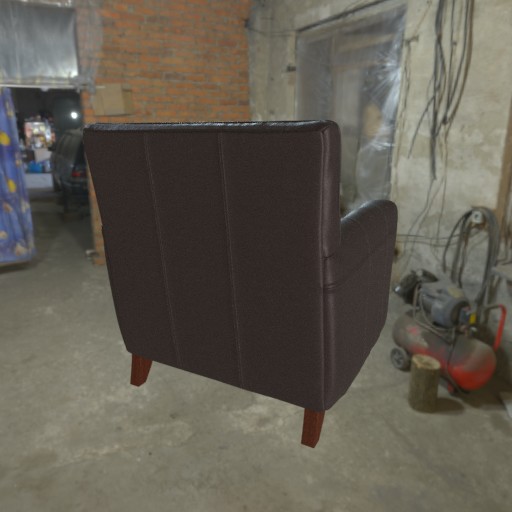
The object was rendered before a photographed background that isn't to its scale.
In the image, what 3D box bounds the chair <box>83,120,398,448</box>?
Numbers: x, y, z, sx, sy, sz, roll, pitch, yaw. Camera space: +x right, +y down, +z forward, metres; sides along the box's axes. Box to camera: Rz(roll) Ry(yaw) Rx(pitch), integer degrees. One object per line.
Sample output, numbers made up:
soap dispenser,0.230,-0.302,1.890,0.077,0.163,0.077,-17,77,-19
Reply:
chair,0.000,0.000,1.644,0.870,0.943,0.825,8,18,27
